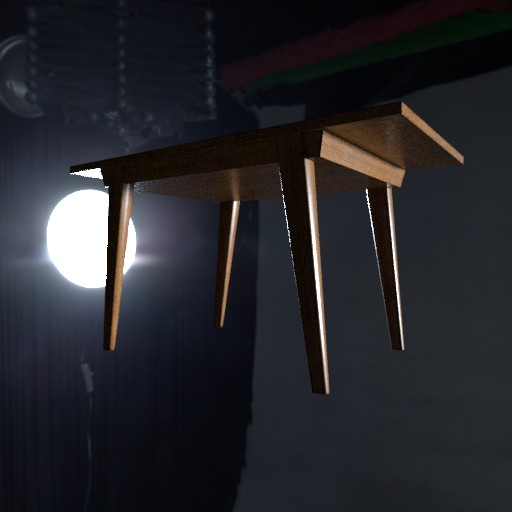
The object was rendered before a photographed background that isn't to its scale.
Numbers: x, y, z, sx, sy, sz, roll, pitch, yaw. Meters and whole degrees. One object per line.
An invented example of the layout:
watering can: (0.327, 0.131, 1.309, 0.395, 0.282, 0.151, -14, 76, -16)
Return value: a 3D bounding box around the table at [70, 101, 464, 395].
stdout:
table: (0.000, 0.000, 1.787, 1.400, 0.760, 0.757, 0, 0, 35)
